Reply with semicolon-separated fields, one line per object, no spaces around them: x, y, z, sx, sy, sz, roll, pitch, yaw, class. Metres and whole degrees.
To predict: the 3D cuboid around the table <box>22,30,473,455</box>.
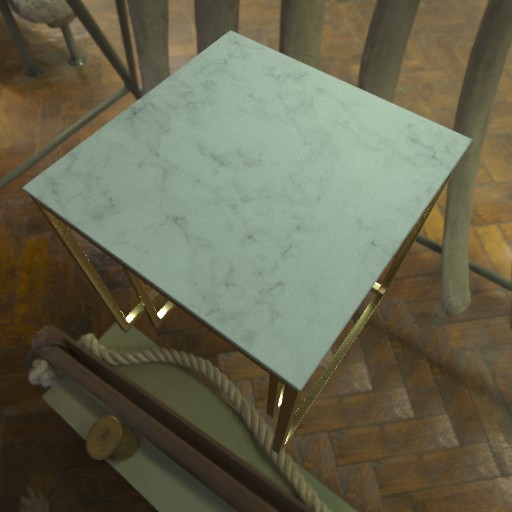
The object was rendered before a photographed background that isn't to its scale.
0.000;0.000;0.831;0.450;0.500;0.450;33;64;18;table
